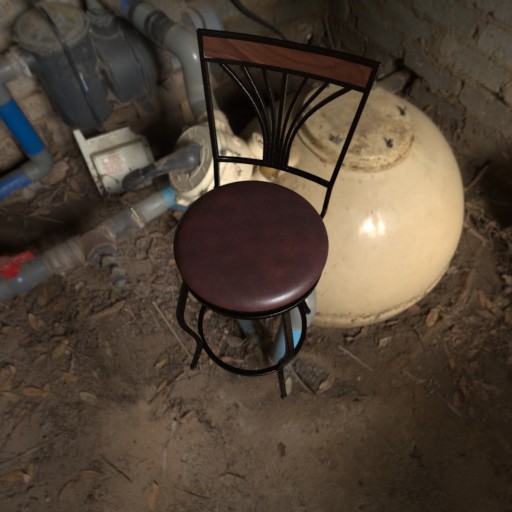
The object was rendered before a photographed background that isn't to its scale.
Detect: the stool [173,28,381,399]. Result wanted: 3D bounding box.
[{"bbox_3d":[0.000,0.000,1.360,0.433,1.117,0.514,15,59,9],"label":"stool"}]
